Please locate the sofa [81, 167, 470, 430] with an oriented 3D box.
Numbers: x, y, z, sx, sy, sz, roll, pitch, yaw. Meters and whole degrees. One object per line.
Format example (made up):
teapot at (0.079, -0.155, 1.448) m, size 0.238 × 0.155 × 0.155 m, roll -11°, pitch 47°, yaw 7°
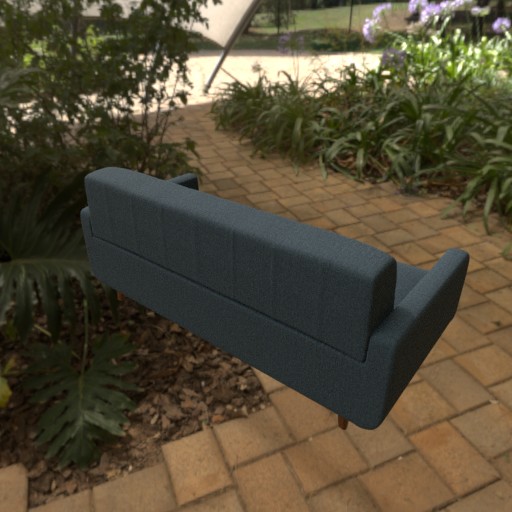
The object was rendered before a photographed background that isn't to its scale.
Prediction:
sofa at (0.000, 0.000, 2.560) m, size 2.055 × 0.884 × 0.942 m, roll 21°, pitch 35°, yaw 33°
